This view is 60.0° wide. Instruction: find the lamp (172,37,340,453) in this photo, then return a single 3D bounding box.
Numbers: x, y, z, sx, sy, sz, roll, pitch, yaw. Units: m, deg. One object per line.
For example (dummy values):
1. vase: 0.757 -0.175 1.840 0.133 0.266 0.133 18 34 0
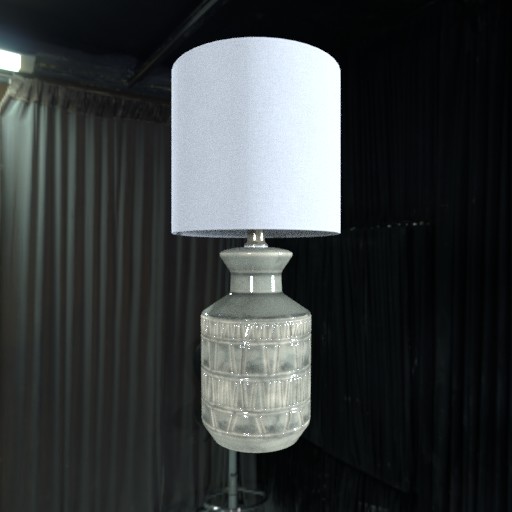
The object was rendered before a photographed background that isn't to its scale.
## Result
1. lamp: 0.000 0.000 0.565 0.211 0.455 0.211 0 0 -36
